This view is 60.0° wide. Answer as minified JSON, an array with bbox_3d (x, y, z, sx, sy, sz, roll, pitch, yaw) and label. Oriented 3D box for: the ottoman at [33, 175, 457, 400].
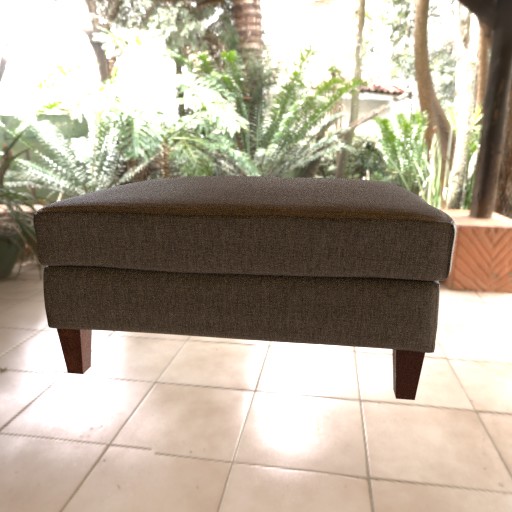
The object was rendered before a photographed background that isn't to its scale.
[{"bbox_3d":[0.000,0.000,1.431,0.994,0.492,0.839,2,14,8],"label":"ottoman"}]
